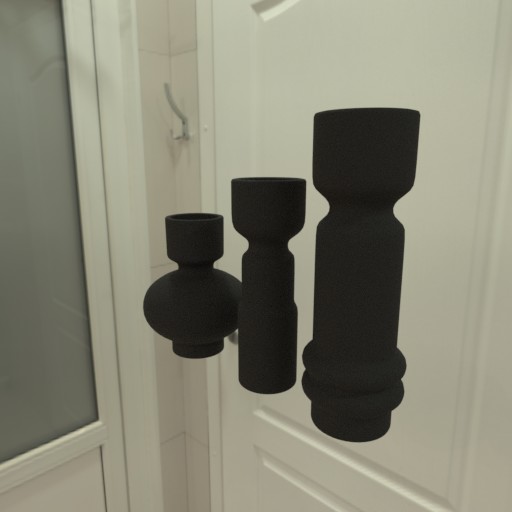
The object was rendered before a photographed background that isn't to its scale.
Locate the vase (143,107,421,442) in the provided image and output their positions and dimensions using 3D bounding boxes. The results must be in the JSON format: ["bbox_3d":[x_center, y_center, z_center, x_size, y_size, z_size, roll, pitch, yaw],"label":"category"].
[{"bbox_3d":[0.000,0.000,0.425,0.307,0.249,0.120,12,18,43],"label":"vase"}]
